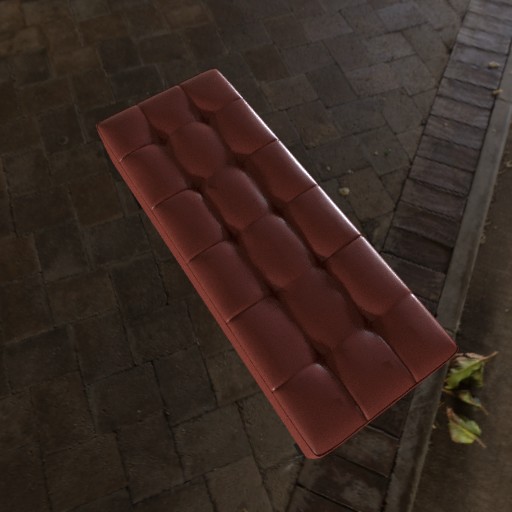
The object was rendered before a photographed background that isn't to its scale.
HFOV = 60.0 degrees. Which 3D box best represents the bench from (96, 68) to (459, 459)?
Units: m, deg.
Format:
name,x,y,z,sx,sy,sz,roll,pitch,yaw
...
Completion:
name,x,y,z,sx,sy,sz,roll,pitch,yaw
bench,0.000,0.000,1.366,0.432,0.460,1.105,-31,69,-14
